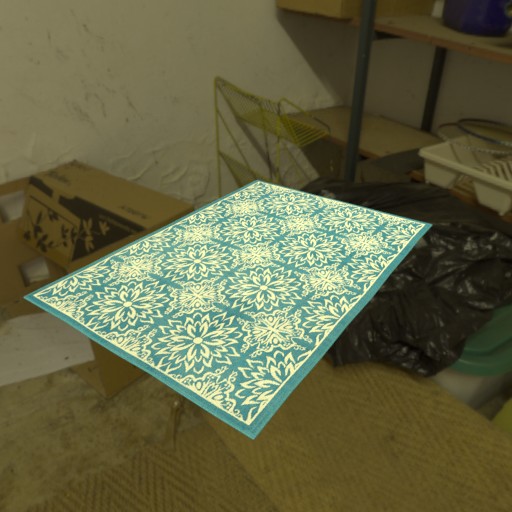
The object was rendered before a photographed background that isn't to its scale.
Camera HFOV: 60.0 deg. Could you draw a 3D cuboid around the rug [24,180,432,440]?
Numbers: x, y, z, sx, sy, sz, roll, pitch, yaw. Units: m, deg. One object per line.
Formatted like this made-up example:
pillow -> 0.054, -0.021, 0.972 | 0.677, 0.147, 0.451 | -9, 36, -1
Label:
rug -> 0.000, 0.000, 2.806 | 1.554, 0.012, 2.205 | 20, 36, 30
